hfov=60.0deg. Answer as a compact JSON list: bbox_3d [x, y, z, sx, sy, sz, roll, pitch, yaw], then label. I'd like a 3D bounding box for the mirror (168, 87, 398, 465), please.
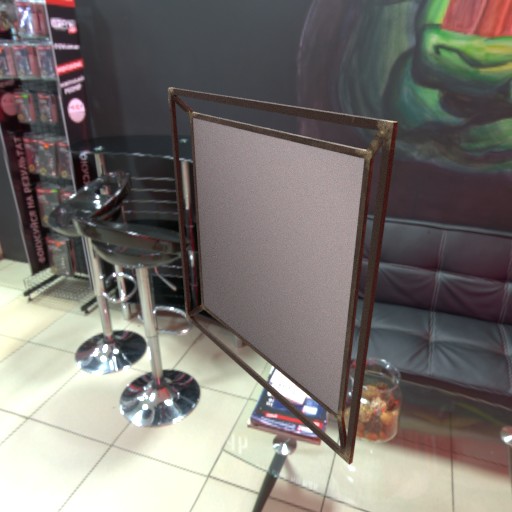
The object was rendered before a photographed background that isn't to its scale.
[{"bbox_3d":[0.000,0.000,0.911,0.032,0.610,0.610,-18,31,-33],"label":"mirror"}]
